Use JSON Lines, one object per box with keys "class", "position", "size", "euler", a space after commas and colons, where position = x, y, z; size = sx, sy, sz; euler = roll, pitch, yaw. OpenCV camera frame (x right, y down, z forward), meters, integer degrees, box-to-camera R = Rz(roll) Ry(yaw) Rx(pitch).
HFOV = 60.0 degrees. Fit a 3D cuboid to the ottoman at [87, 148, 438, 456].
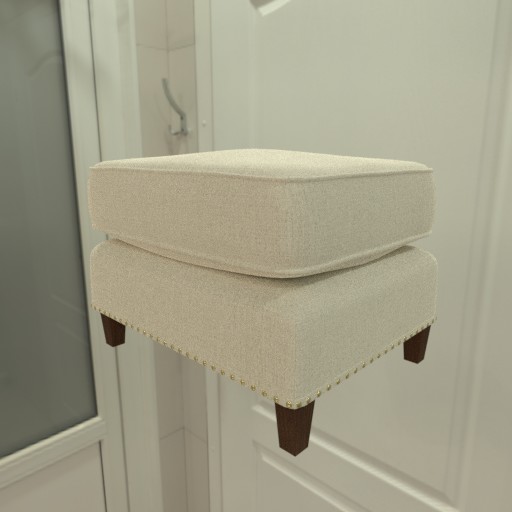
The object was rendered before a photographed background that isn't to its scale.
{"class": "ottoman", "position": [0.000, 0.000, 1.140], "size": [0.738, 0.537, 0.589], "euler": [13, 18, 43]}
